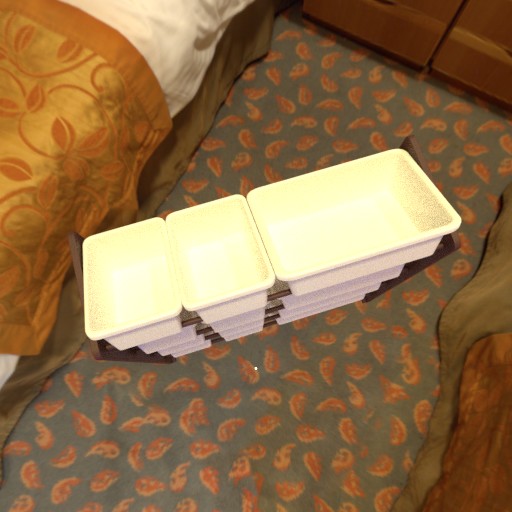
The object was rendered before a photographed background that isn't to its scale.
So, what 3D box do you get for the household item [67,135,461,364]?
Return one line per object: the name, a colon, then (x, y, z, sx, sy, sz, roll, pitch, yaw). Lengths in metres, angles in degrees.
household item: (0.000, 0.000, 1.285, 0.787, 0.864, 0.389, -17, 76, -4)
